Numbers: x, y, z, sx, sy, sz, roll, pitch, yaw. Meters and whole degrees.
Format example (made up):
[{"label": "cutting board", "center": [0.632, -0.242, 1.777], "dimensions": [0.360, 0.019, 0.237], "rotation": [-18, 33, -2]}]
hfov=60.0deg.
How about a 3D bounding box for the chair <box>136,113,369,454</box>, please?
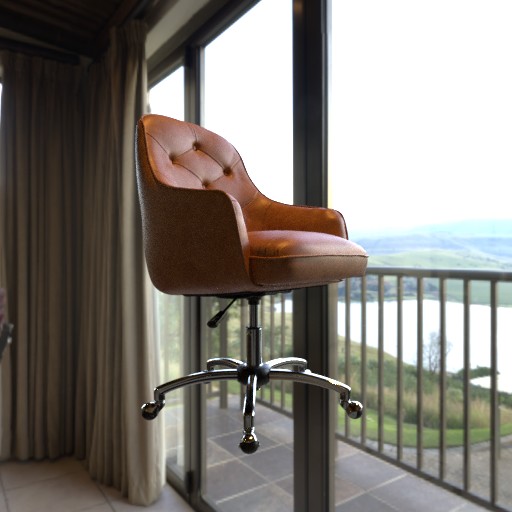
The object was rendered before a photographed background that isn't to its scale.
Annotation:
[{"label": "chair", "center": [0.000, 0.000, 1.346], "dimensions": [0.615, 0.909, 0.628], "rotation": [0, 0, 37]}]
